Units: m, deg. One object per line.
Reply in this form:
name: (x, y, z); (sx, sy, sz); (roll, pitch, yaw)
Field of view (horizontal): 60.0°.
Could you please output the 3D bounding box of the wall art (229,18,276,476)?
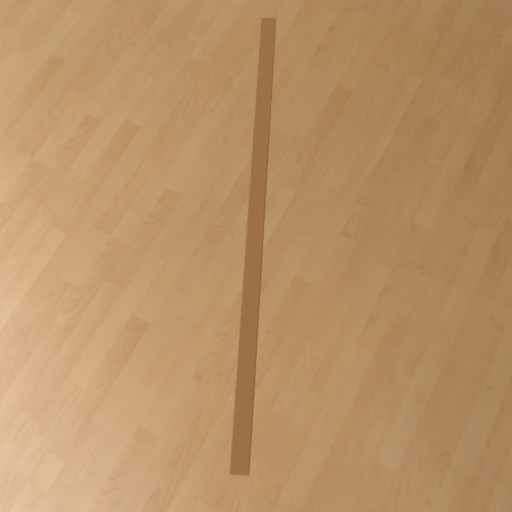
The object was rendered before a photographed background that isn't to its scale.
wall art: (0.000, 0.000, 1.145); (0.033, 0.608, 0.915); (3, 75, 1)
